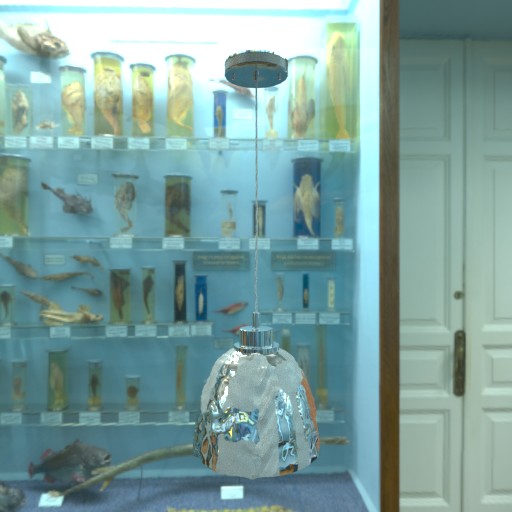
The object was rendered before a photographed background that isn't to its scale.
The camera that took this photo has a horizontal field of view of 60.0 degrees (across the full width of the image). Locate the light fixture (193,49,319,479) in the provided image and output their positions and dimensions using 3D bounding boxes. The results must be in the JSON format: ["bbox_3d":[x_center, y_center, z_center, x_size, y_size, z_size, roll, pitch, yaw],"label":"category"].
[{"bbox_3d":[0.000,0.000,1.744,0.496,1.511,0.500,0,0,0],"label":"light fixture"}]
